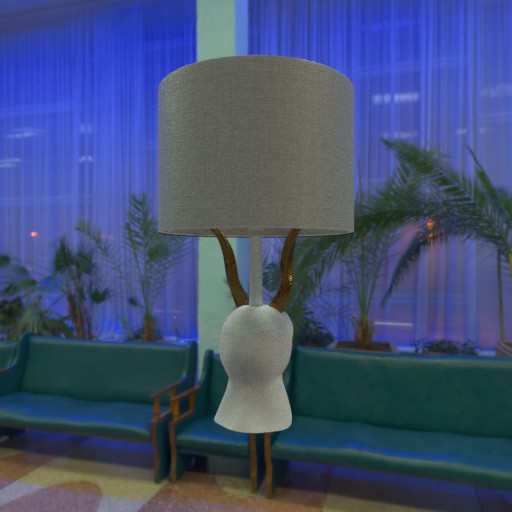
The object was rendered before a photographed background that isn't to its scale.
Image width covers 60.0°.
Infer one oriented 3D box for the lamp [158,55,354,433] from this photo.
[{"bbox_3d":[0.000,0.000,0.691,0.298,0.503,0.298,0,0,19],"label":"lamp"}]
